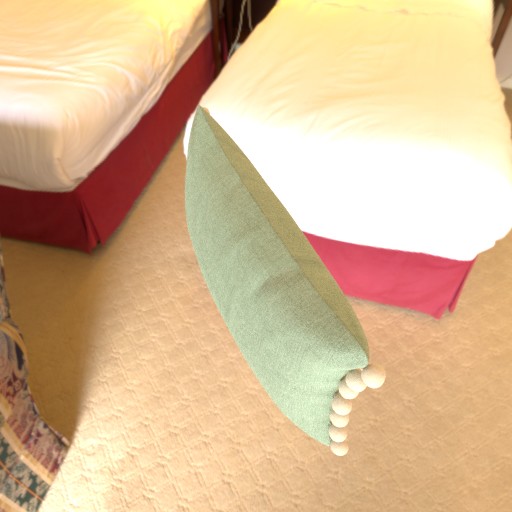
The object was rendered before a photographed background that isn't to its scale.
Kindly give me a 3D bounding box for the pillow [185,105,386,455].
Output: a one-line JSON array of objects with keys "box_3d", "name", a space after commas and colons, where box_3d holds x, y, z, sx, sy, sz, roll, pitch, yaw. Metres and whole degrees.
[{"box_3d": [0.000, 0.000, 0.838, 0.201, 0.322, 0.709, -17, 50, -15], "name": "pillow"}]
